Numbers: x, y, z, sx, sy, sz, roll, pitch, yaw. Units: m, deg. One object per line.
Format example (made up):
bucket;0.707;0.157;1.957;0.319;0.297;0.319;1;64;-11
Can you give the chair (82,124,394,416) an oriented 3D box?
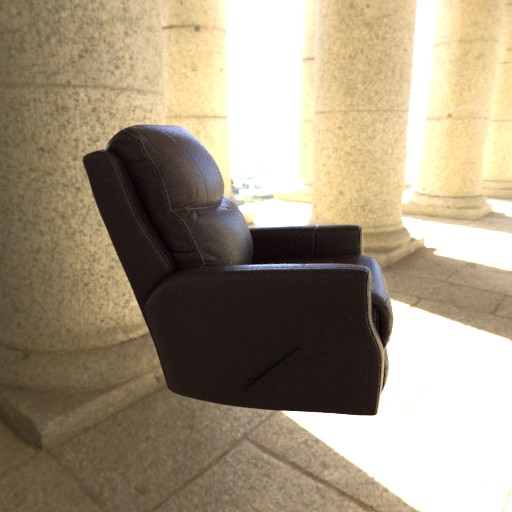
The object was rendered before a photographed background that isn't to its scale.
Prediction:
chair;0.000;0.000;1.814;1.080;1.030;0.829;3;16;10
